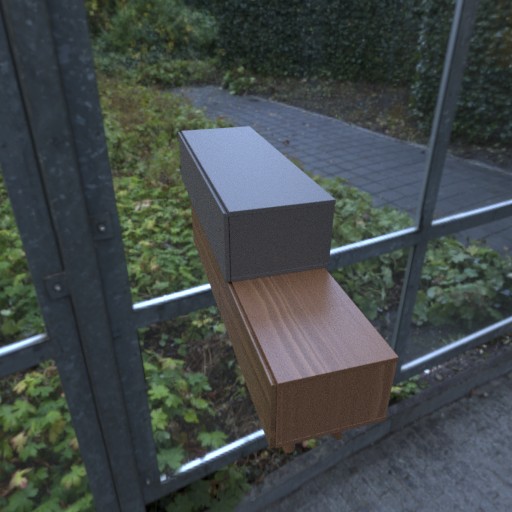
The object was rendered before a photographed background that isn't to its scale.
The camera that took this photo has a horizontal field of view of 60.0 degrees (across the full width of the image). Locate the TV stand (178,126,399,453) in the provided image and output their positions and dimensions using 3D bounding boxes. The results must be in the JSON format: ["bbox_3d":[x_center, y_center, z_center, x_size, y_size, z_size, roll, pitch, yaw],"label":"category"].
[{"bbox_3d":[0.000,0.000,1.579,0.329,0.591,1.336,-8,30,-14],"label":"TV stand"}]
